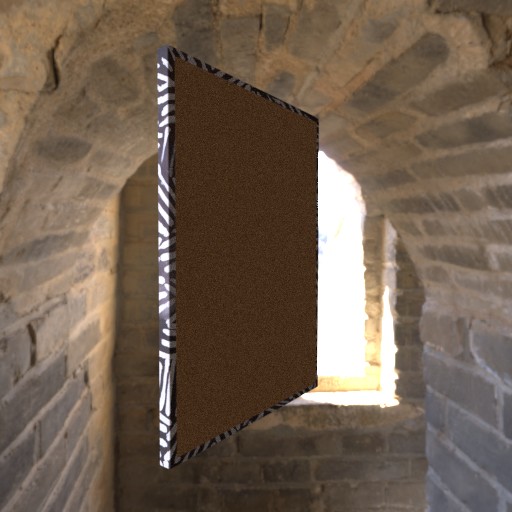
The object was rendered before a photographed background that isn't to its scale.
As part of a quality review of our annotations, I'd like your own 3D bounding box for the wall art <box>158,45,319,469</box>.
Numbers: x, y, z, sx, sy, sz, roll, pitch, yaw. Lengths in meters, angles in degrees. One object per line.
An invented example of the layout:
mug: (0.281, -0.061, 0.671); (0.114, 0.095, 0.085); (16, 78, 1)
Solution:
wall art: (0.000, 0.000, 1.378); (0.038, 1.017, 0.765); (1, 2, 36)
